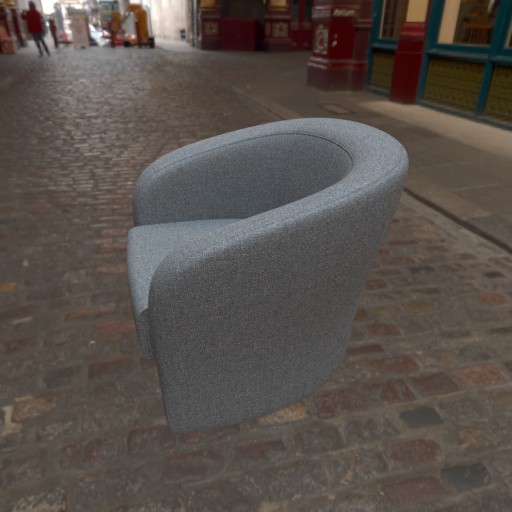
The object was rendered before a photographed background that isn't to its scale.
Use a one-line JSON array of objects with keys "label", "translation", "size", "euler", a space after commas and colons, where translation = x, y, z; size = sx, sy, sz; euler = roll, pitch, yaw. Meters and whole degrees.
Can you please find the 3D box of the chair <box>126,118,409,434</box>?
[{"label": "chair", "translation": [0.000, 0.000, 1.437], "size": [0.815, 0.771, 0.791], "euler": [-8, 30, -15]}]
